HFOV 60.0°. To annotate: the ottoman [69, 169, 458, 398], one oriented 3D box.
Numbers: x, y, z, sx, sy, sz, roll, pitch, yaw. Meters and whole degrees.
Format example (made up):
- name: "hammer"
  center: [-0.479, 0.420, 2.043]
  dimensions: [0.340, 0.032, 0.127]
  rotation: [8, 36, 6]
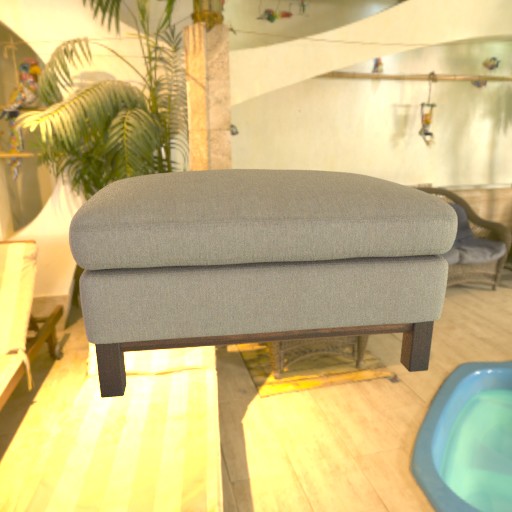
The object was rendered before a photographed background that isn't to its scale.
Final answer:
- name: "ottoman"
  center: [0.000, 0.000, 1.057]
  dimensions: [0.735, 0.404, 0.528]
  rotation: [-2, 16, -8]
